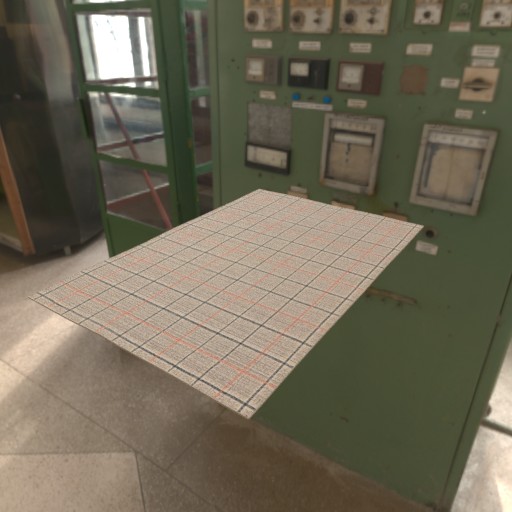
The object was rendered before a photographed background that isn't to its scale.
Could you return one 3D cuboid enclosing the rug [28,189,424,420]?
[{"bbox_3d":[0.000,0.000,2.345,1.220,0.013,1.829,18,32,31],"label":"rug"}]
